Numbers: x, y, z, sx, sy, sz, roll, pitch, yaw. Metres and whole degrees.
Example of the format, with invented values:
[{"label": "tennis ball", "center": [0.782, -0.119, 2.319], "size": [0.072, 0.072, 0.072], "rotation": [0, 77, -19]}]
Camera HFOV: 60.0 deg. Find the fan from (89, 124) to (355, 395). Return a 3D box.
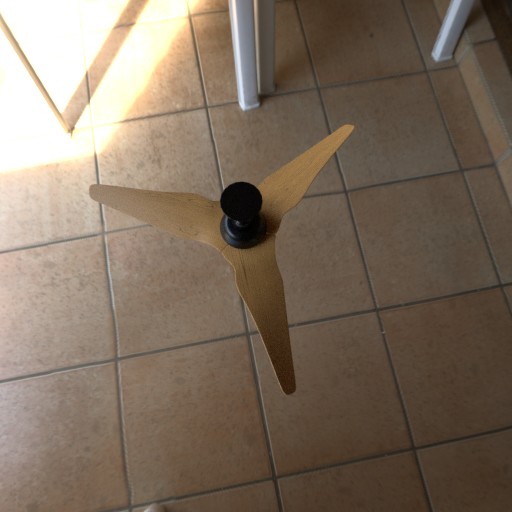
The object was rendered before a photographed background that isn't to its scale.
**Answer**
[{"label": "fan", "center": [0.000, 0.000, 1.630], "size": [1.142, 0.355, 1.010], "rotation": [-16, 75, -4]}]
